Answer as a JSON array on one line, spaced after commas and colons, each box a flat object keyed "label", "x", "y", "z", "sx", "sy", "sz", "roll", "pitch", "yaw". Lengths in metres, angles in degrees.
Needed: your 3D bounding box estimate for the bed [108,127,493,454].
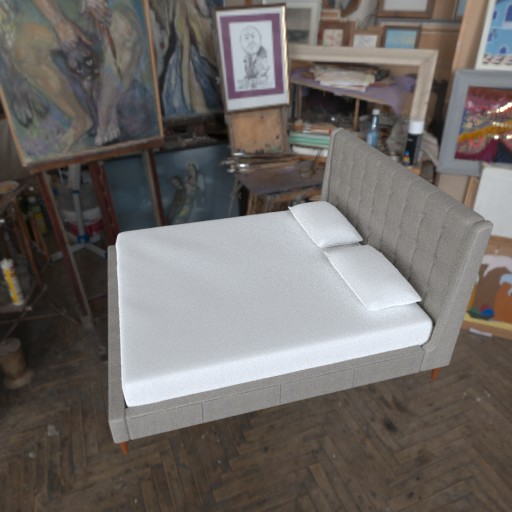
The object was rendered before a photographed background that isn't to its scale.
[{"label": "bed", "x": 0.000, "y": 0.000, "z": 3.475, "sx": 2.342, "sy": 1.289, "sz": 2.062, "roll": -9, "pitch": 33, "yaw": -13}]
